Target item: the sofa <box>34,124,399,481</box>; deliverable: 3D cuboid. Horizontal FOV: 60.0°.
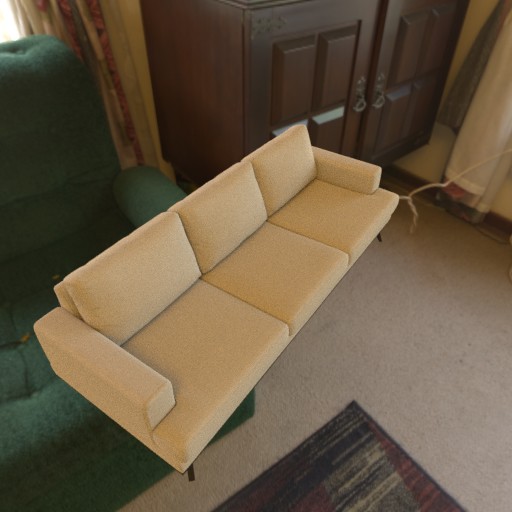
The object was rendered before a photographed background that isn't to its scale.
[{"bbox_3d":[0.000,0.000,2.652,0.920,0.810,2.310,25,46,26],"label":"sofa"}]
